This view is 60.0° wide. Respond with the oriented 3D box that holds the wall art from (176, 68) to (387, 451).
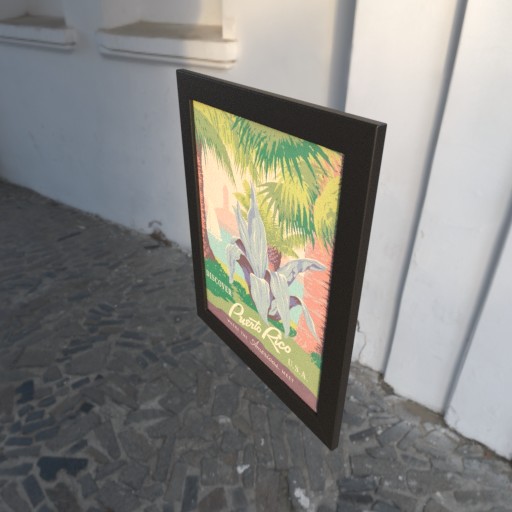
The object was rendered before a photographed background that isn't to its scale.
[{"bbox_3d":[0.000,0.000,0.814,0.018,0.582,0.481,-21,37,-30],"label":"wall art"}]
